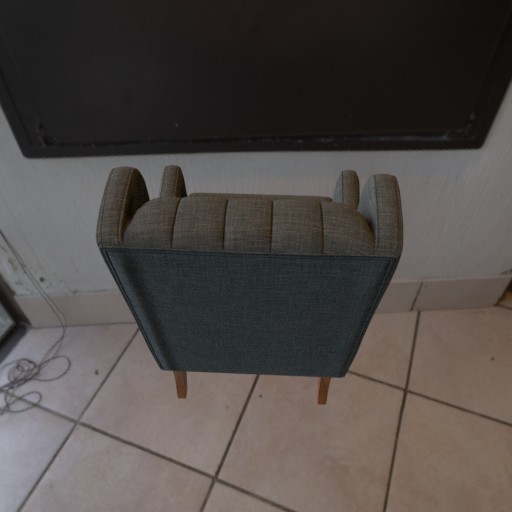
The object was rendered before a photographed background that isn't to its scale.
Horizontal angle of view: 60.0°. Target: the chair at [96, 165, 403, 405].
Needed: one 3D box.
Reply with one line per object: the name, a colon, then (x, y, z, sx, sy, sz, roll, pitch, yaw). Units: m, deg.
chair: (0.000, 0.000, 1.464, 0.711, 0.953, 0.775, 2, 48, 2)
